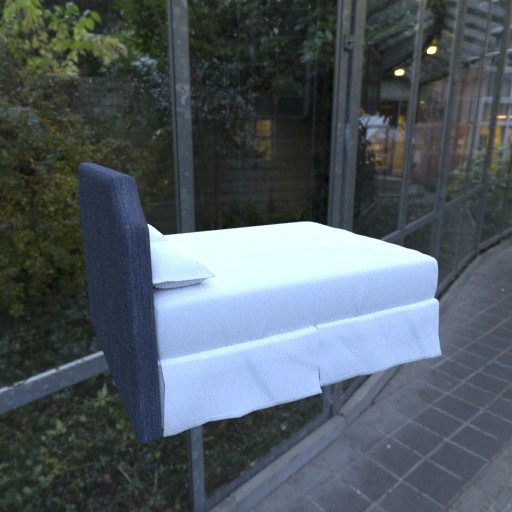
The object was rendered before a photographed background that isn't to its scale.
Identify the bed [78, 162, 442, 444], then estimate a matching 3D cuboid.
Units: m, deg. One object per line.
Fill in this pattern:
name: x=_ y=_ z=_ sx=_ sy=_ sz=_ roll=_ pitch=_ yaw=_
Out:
bed: x=0.000 y=0.000 z=3.138 sx=2.116 sy=1.290 sz=1.693 roll=-8 pitch=17 yaw=-26
